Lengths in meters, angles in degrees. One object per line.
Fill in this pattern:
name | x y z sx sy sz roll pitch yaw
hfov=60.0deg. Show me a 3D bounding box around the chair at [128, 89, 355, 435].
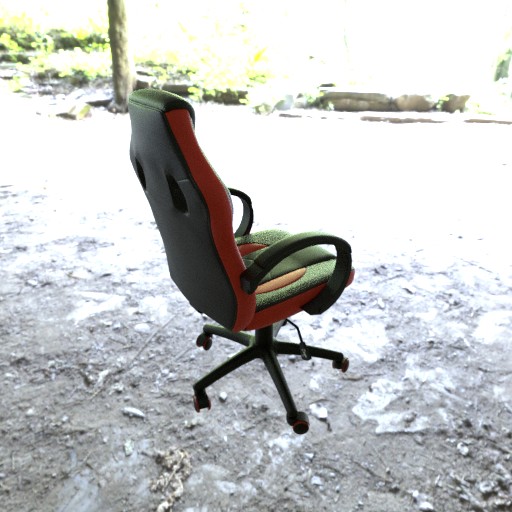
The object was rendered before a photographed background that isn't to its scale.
chair | 0.000 0.000 1.394 0.642 1.016 0.600 -18 32 -31
